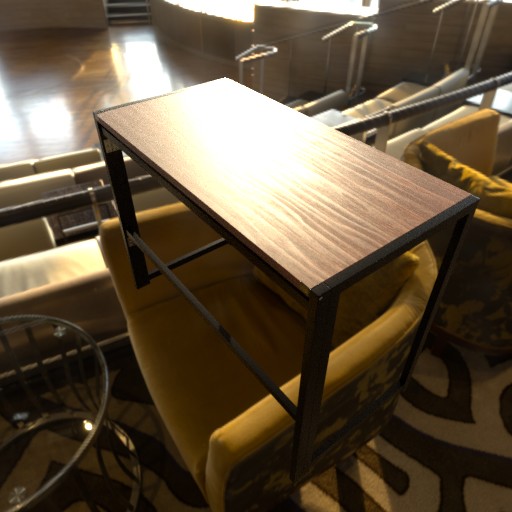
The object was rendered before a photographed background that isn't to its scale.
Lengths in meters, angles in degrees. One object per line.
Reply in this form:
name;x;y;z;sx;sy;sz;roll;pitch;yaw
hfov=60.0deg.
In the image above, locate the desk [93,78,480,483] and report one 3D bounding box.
desk;0.000;0.000;1.440;0.508;0.762;1.016;-27;47;-28
